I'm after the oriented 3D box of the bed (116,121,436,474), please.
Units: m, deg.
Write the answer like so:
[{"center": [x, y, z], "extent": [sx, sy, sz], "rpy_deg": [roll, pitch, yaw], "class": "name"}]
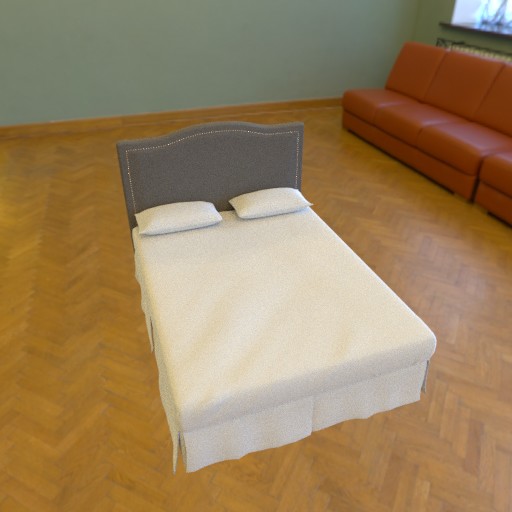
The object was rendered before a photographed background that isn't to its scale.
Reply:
[{"center": [0.000, 0.000, 3.402], "extent": [1.821, 1.436, 2.282], "rpy_deg": [-11, 35, -16], "class": "bed"}]
